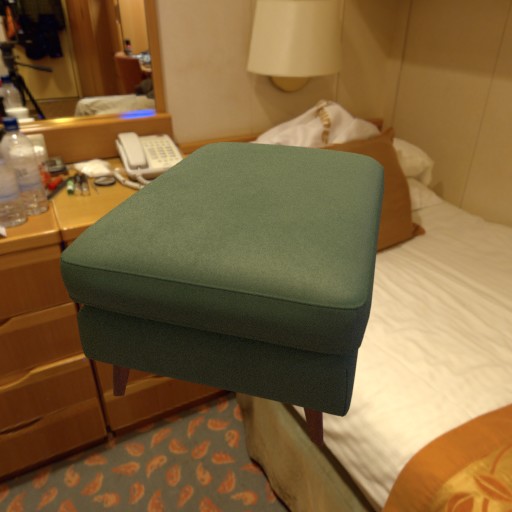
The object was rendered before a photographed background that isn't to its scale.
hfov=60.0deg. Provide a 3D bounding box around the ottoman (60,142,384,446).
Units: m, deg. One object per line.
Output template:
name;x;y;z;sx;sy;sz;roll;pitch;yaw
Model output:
ottoman;0.000;0.000;1.177;0.608;0.449;0.811;8;31;14
